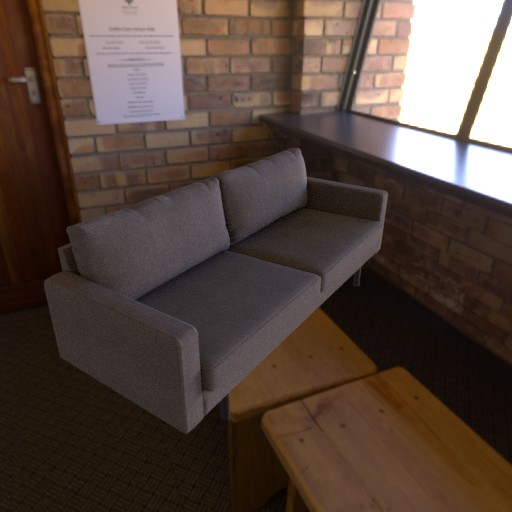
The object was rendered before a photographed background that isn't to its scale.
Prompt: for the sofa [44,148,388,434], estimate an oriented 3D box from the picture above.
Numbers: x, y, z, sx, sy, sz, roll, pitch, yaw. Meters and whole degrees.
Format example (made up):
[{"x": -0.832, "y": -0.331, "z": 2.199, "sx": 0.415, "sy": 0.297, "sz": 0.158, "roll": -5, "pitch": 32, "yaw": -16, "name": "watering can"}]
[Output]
[{"x": 0.000, "y": 0.000, "z": 2.602, "sx": 0.880, "sy": 0.880, "sz": 2.100, "roll": 17, "pitch": 31, "yaw": 31, "name": "sofa"}]
